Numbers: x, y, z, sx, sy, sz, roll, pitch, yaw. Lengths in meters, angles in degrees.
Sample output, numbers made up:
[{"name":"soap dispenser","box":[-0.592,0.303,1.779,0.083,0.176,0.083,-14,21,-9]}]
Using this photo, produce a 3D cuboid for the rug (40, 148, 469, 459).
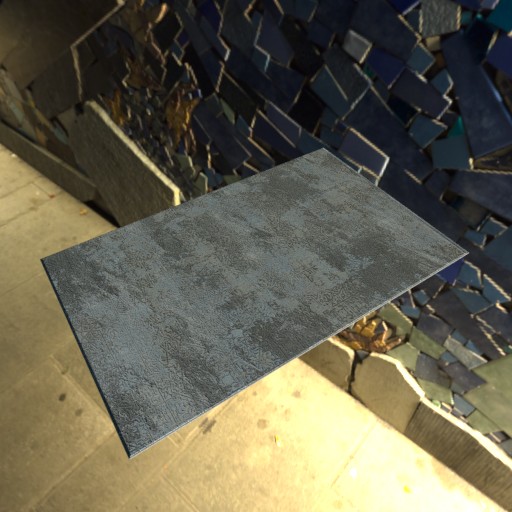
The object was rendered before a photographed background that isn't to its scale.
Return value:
[{"name":"rug","box":[0.000,0.000,2.969,2.431,0.012,1.536,-26,51,-22]}]
